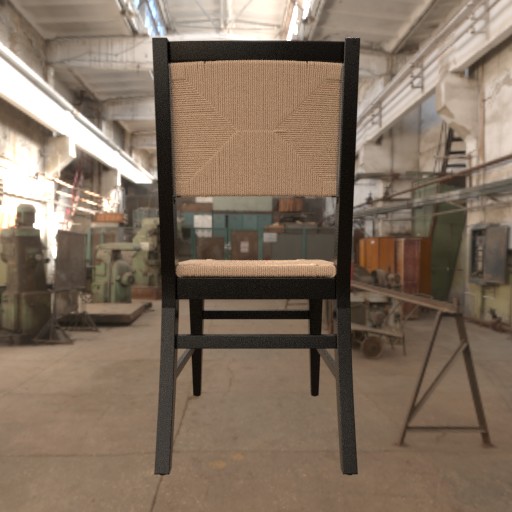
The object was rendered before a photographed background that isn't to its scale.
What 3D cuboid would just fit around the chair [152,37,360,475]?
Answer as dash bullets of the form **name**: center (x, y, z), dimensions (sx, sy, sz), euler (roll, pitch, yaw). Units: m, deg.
- **chair**: center (0.000, 0.000, 1.197), dimensions (0.437, 0.927, 0.552), euler (0, 1, 0)
